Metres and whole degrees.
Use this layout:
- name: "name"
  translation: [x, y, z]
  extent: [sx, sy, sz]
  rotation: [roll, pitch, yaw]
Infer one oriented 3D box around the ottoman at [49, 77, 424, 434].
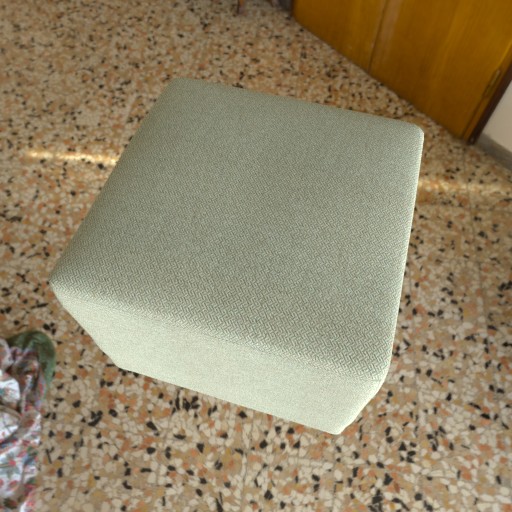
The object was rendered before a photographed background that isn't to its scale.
- name: "ottoman"
  translation: [0.000, 0.000, 0.903]
  extent: [0.521, 0.453, 0.512]
  rotation: [15, 60, 9]
